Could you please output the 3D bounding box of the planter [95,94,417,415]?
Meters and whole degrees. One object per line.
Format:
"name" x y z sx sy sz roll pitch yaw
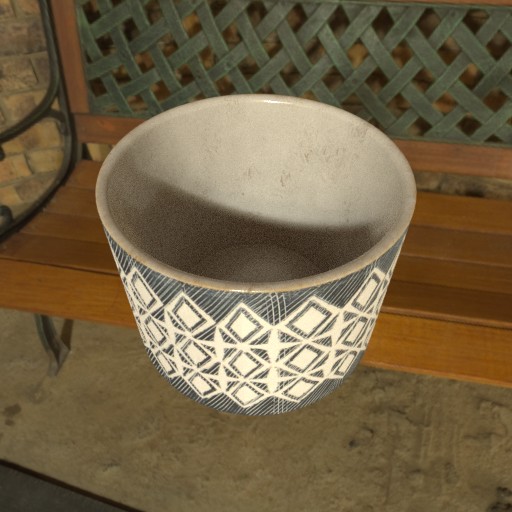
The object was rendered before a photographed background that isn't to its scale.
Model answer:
"planter" 0.000 0.000 0.218 0.126 0.104 0.126 0 47 0
